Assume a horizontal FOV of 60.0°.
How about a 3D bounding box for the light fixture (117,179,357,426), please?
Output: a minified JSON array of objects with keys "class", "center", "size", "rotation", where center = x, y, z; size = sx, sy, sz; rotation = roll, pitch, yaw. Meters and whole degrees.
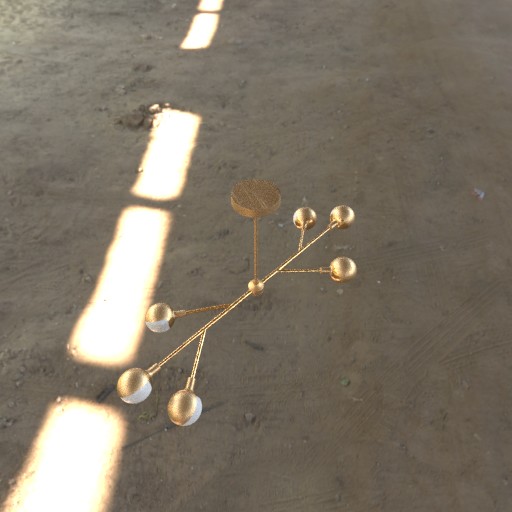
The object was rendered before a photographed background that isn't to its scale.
[{"class":"light fixture","center":[0.000,0.000,1.028],"size":[0.778,0.362,0.434],"rotation":[-23,50,-21]}]
